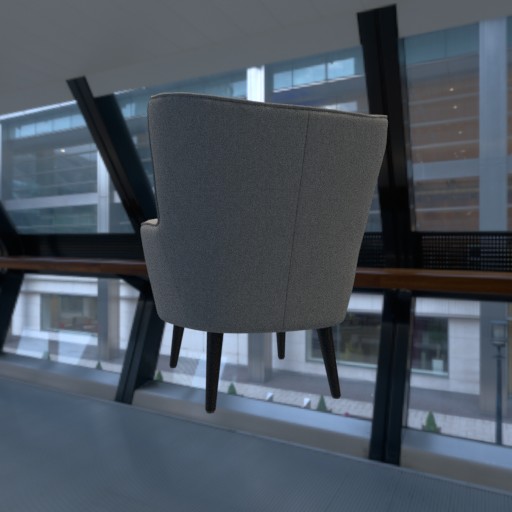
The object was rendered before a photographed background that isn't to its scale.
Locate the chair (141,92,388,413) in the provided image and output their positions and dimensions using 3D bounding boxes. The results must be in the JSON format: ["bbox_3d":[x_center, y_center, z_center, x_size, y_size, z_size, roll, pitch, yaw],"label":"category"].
[{"bbox_3d":[0.000,0.000,1.585,0.781,0.933,0.888,0,0,-18],"label":"chair"}]
